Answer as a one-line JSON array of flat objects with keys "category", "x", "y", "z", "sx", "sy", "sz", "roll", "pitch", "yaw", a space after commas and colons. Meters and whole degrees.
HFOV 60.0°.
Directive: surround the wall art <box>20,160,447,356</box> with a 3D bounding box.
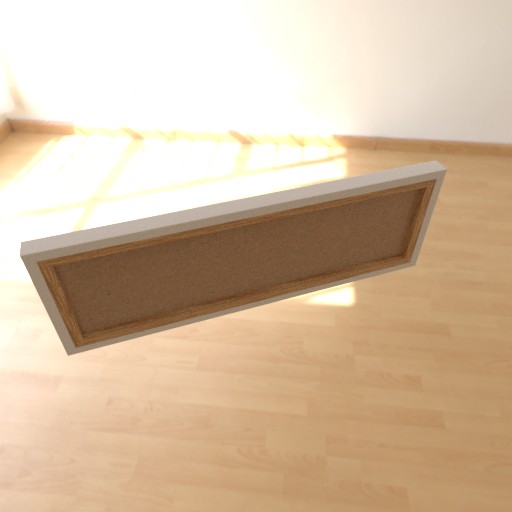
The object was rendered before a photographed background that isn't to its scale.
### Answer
[{"category": "wall art", "x": 0.000, "y": 0.000, "z": 0.856, "sx": 0.763, "sy": 0.255, "sz": 0.038, "roll": -13, "pitch": 44, "yaw": -14}]
